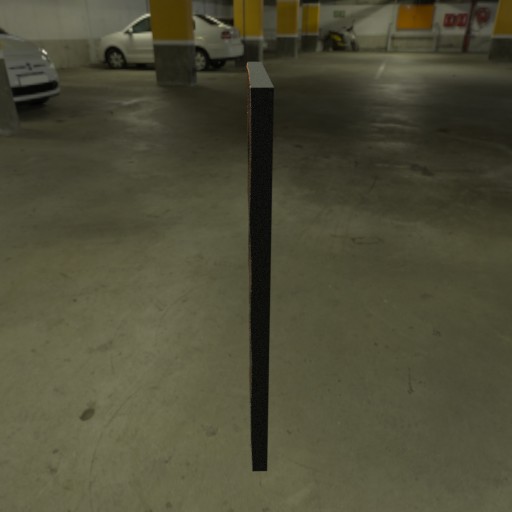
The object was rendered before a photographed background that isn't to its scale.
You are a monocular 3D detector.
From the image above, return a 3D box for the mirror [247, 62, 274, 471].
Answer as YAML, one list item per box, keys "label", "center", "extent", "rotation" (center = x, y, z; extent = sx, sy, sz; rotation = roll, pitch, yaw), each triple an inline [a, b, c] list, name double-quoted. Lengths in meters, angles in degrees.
- label: "mirror"
  center: [0.000, 0.000, 1.181]
  extent: [0.044, 0.912, 0.606]
  rotation: [-1, 27, -1]
